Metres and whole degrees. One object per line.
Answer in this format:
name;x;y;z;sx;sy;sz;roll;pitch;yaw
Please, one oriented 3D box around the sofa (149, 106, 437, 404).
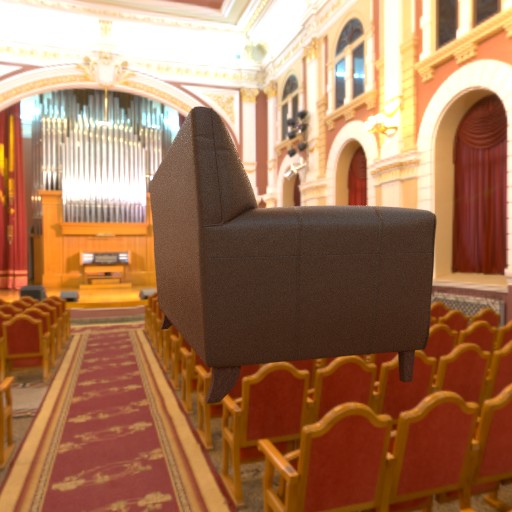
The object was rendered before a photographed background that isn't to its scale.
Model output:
sofa;0.000;0.000;2.054;0.853;0.859;1.468;0;1;-18
